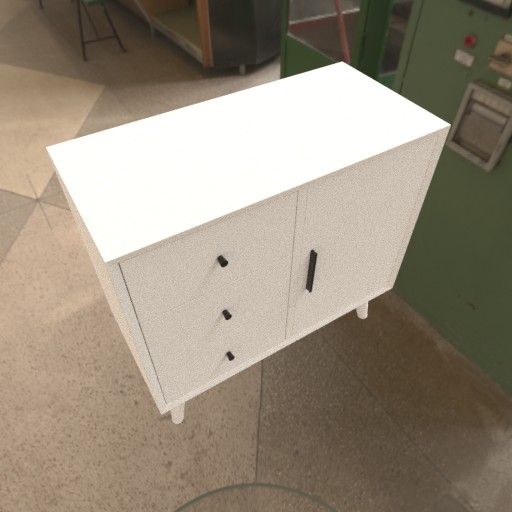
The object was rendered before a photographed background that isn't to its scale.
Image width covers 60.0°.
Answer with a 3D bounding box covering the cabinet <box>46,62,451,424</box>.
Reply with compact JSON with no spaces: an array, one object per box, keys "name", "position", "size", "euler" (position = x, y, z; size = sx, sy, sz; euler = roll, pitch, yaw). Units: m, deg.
[{"name":"cabinet","position":[0.000,0.000,1.242],"size":[0.800,0.761,0.398],"euler":[-24,52,-21]}]
